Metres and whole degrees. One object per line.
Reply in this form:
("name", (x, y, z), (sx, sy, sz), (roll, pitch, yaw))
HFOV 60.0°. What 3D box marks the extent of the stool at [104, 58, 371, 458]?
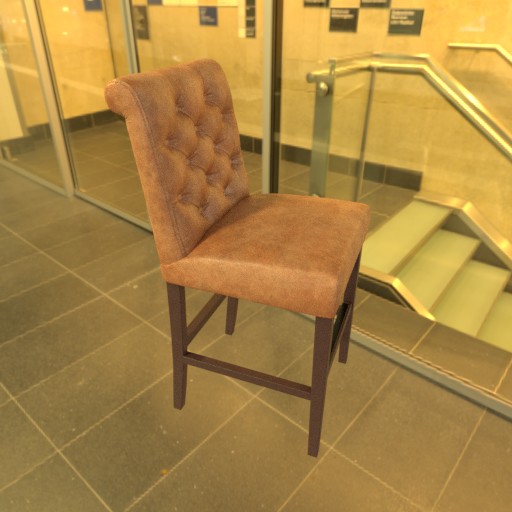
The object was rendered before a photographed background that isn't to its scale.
("stool", (0.000, 0.000, 1.347), (0.601, 1.047, 0.493), (11, 32, 19))
